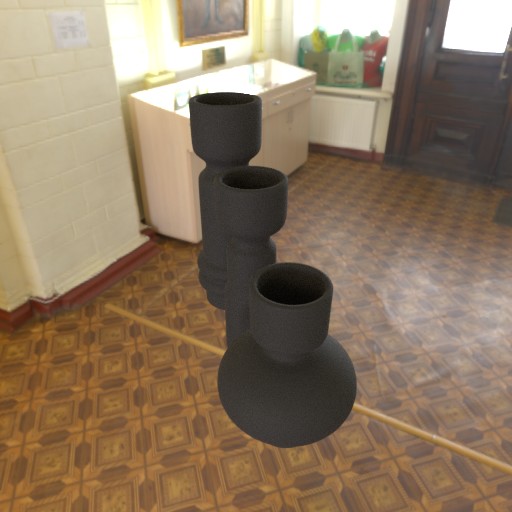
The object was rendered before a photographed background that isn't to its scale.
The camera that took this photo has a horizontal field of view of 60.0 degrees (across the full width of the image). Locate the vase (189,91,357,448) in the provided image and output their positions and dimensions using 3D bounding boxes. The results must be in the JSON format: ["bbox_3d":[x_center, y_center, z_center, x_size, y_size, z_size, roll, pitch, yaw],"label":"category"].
[{"bbox_3d":[0.000,0.000,0.426,0.120,0.249,0.307,-9,32,-14],"label":"vase"}]
